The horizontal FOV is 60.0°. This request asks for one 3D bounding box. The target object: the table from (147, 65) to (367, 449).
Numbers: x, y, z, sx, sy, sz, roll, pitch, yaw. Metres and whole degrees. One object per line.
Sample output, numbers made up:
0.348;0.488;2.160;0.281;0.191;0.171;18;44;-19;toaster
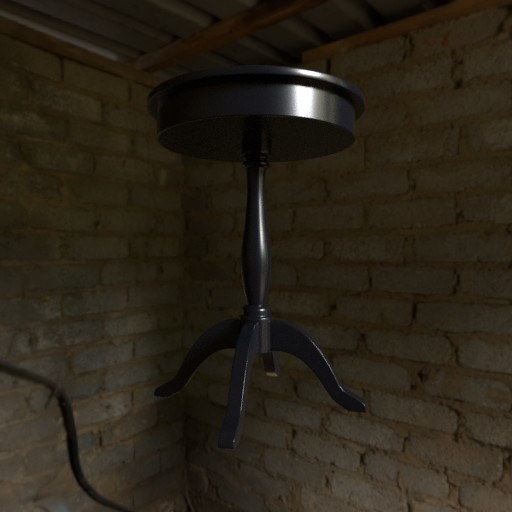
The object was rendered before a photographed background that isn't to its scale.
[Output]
0.000;0.000;1.002;0.481;0.665;0.481;0;1;0;table
